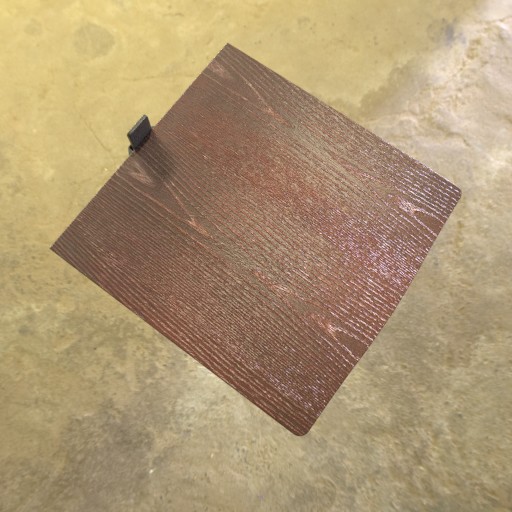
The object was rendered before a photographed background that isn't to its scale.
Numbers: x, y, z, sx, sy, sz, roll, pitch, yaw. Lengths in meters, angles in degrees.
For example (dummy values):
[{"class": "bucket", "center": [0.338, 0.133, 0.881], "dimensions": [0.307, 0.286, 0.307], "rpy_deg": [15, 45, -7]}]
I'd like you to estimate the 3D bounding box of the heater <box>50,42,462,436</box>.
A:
[{"class": "heater", "center": [0.000, 0.000, 0.747], "dimensions": [0.400, 0.481, 0.362], "rpy_deg": [35, 79, 8]}]
